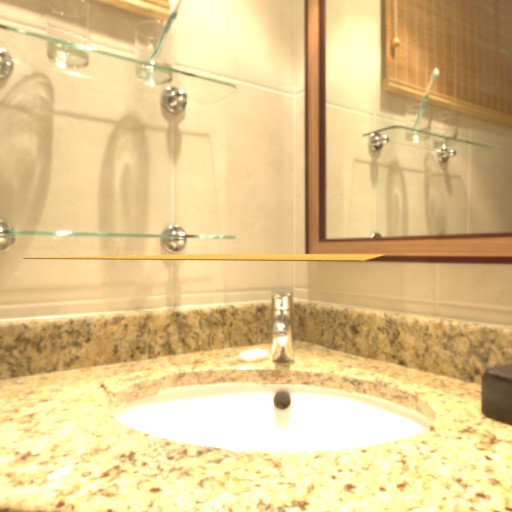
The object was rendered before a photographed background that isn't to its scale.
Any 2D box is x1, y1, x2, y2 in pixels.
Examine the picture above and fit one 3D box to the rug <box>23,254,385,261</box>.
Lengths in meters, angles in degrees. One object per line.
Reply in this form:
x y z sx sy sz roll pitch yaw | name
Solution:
0.000 0.000 3.719 1.981 0.006 2.895 0 1 18 | rug
